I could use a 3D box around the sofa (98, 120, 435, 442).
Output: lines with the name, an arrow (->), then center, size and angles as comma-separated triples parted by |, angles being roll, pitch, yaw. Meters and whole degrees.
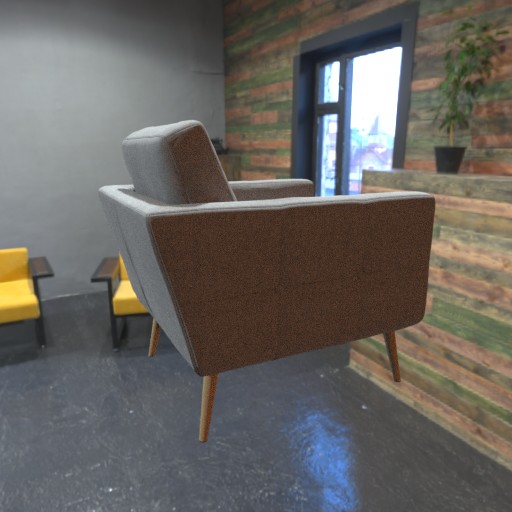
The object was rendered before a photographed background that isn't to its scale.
sofa -> 0.000, 0.000, 1.528 | 0.920, 0.860, 0.770 | -7, 15, -26
